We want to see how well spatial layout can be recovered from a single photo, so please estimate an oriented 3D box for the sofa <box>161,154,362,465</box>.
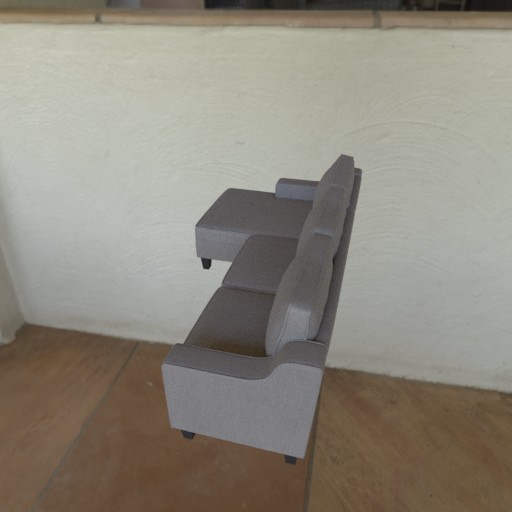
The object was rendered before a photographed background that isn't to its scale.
[{"bbox_3d":[0.000,0.000,3.189,1.294,0.928,2.561,8,31,13],"label":"sofa"}]
